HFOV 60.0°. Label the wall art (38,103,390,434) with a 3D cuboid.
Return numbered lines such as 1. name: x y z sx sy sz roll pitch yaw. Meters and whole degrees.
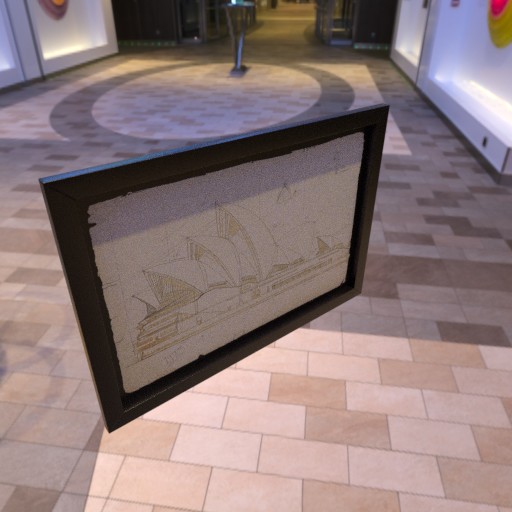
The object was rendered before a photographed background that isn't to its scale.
1. wall art: 0.000 0.000 0.551 0.440 0.306 0.013 -22 38 -32
